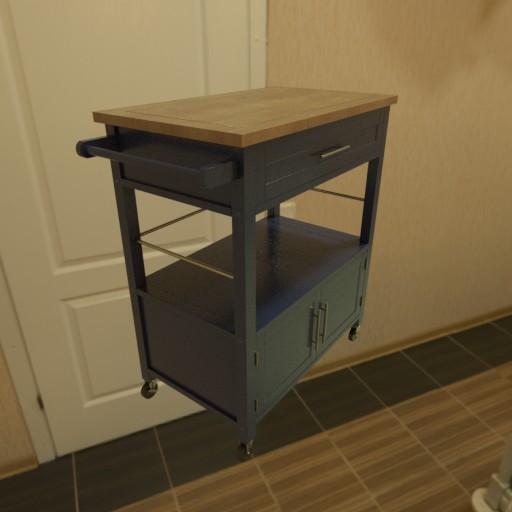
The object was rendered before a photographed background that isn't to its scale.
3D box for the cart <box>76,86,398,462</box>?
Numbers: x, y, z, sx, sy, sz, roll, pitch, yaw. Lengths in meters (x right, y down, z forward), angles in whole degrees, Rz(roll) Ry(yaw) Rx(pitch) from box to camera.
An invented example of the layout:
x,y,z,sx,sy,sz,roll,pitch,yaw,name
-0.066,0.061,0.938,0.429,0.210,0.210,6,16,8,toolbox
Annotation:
x,y,z,sx,sy,sz,roll,pitch,yaw,name
0.000,0.000,1.376,0.459,0.901,0.840,19,32,33,cart
